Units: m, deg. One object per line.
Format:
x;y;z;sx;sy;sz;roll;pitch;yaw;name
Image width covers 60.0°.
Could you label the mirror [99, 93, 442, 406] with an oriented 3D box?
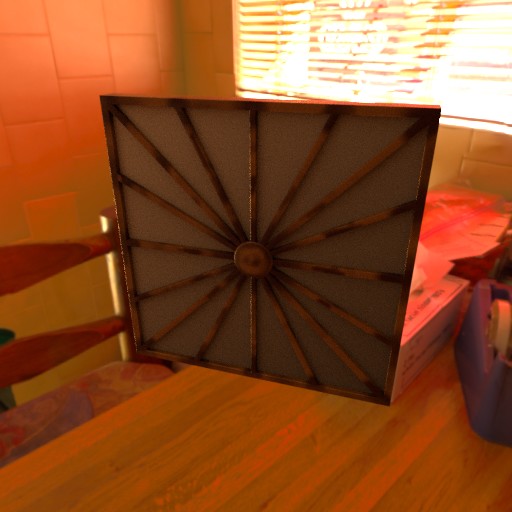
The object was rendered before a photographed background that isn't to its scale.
0.000;0.000;0.758;0.509;0.507;0.042;8;27;15;mirror
